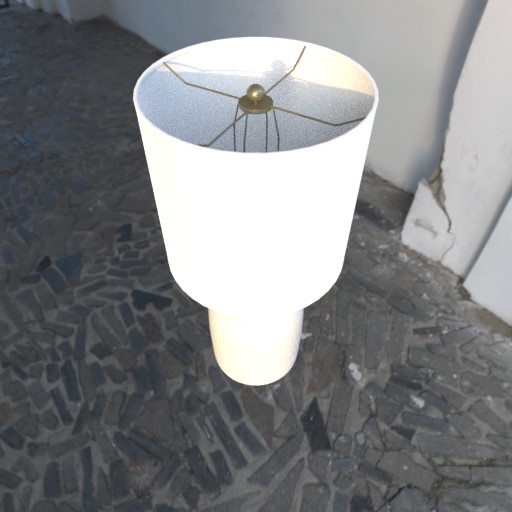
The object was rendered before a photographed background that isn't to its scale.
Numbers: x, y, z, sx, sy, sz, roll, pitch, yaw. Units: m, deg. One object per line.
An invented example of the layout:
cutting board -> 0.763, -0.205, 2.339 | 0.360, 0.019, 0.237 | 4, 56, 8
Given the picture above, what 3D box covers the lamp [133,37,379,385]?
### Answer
lamp -> 0.000, 0.000, 0.488 | 0.188, 0.392, 0.188 | -17, 49, -15
